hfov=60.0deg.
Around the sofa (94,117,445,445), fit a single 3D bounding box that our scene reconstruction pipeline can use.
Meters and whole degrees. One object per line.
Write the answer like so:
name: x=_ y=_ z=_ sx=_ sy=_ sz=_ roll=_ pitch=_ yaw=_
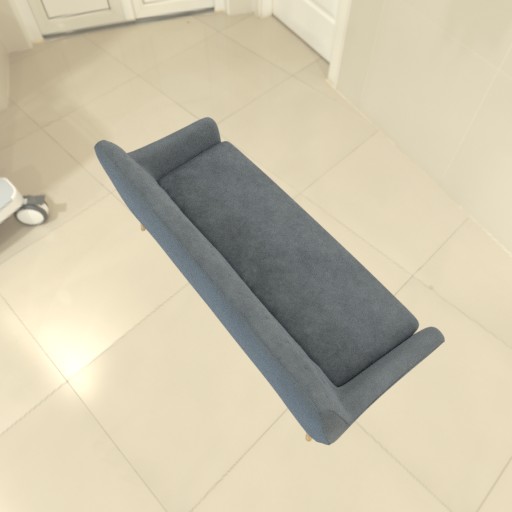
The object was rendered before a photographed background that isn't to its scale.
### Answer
sofa: x=0.000 y=0.000 z=2.483 sx=0.841 sy=0.832 sz=1.975 roll=-33 pitch=63 yaw=-19
